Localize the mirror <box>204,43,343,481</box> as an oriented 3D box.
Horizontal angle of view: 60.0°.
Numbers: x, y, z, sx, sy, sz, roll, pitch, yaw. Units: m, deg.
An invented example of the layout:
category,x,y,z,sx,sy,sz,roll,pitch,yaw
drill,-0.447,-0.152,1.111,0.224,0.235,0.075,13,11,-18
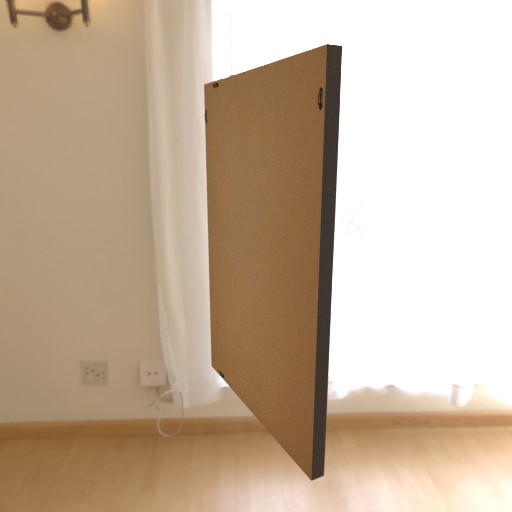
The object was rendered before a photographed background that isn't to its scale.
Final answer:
category,x,y,z,sx,sy,sz,roll,pitch,yaw
mirror,0.000,0.000,1.165,0.040,0.915,0.609,-7,16,-26
